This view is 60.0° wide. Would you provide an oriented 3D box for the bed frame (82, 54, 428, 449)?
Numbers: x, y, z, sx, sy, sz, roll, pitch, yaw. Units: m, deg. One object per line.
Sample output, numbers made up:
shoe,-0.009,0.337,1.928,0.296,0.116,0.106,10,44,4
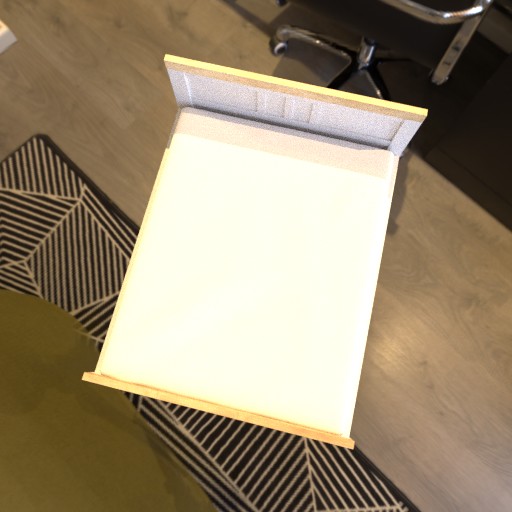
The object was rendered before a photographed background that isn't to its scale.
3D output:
bed frame,0.000,0.000,2.989,1.670,0.980,2.050,13,77,3
